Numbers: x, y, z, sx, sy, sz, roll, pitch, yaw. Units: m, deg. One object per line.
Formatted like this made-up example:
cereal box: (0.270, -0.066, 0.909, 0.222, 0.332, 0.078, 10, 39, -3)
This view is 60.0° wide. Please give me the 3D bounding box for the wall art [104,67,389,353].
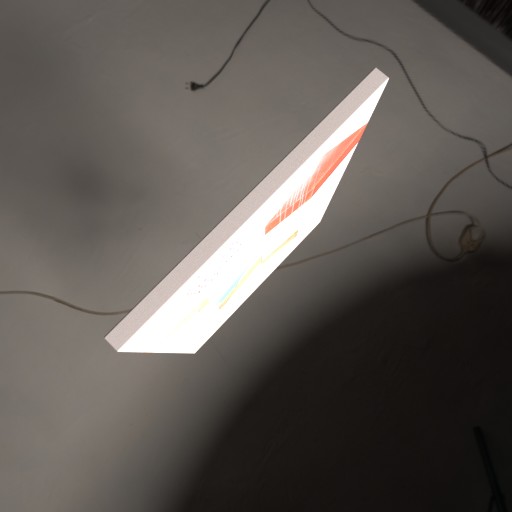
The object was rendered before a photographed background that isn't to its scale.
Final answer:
wall art: (0.000, 0.000, 1.624, 0.046, 1.221, 0.914, 43, 81, 9)
